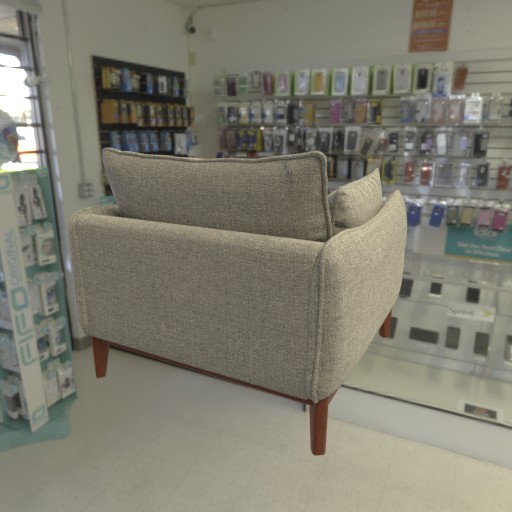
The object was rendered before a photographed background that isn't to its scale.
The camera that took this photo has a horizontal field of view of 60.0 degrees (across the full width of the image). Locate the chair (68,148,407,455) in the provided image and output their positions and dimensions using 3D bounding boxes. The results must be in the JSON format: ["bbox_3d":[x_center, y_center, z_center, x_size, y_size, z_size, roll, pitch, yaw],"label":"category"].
[{"bbox_3d":[0.000,0.000,1.709,0.993,0.839,0.976,8,18,27],"label":"chair"}]
